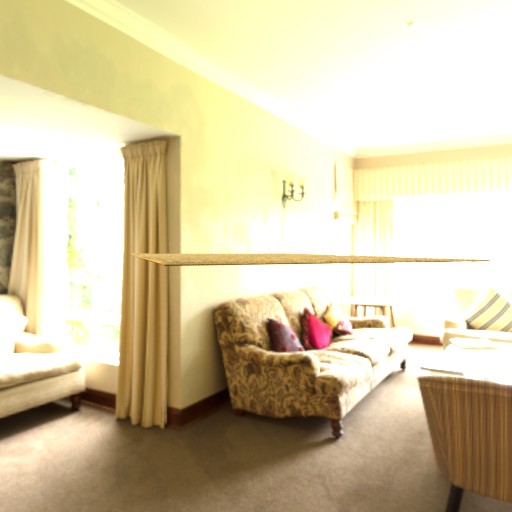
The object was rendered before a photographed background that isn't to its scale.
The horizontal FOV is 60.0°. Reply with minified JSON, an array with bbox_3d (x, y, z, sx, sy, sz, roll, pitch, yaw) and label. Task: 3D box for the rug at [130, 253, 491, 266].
[{"bbox_3d":[0.000,0.000,3.011,1.527,0.021,2.447,0,1,-19],"label":"rug"}]
